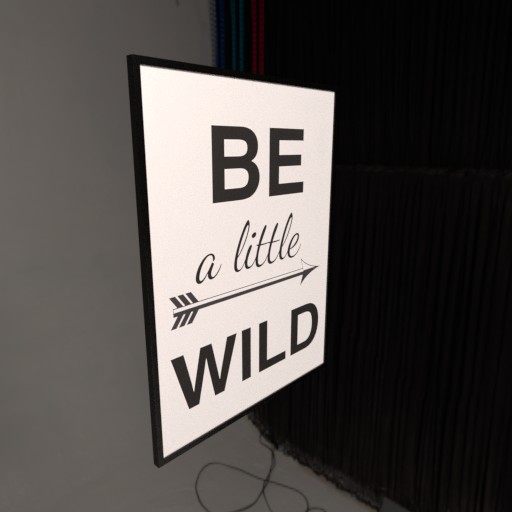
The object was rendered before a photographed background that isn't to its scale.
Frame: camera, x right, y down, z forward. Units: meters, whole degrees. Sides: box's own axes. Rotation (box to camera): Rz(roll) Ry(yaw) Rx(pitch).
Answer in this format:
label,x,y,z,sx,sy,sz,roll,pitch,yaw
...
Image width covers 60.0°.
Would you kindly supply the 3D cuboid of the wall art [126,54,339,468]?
label,x,y,z,sx,sy,sz,roll,pitch,yaw
wall art,0.000,0.000,0.761,0.013,0.582,0.442,13,20,42
